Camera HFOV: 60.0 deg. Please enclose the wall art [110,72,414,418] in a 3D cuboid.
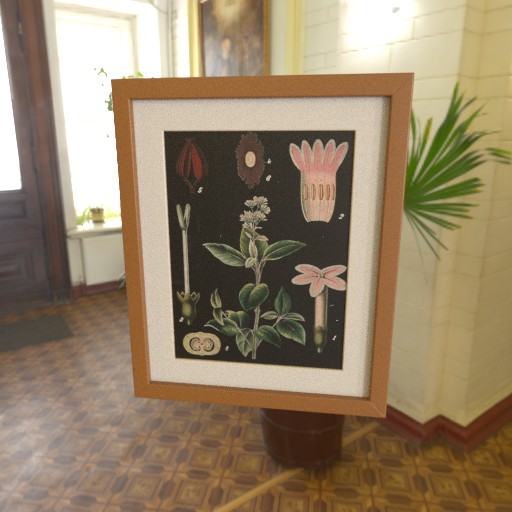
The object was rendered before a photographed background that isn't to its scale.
[{"bbox_3d":[0.000,0.000,0.500,0.310,0.379,0.015,2,15,8],"label":"wall art"}]
